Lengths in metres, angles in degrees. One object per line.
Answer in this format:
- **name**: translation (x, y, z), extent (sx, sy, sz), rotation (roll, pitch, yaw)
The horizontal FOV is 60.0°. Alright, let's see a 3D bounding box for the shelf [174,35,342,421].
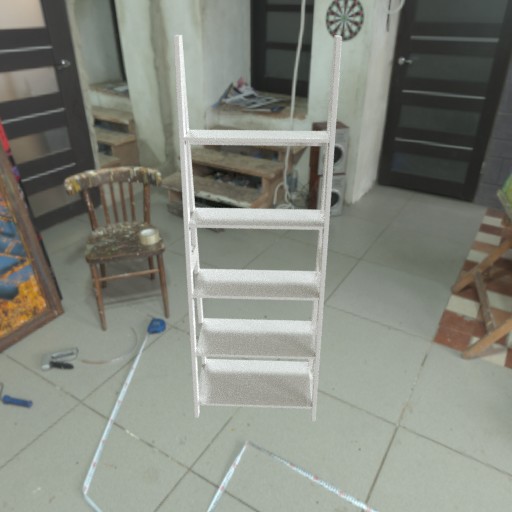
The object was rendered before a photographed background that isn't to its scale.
- **shelf**: translation (0.000, 0.000, 2.016), extent (0.636, 1.779, 0.341), rotation (1, 30, 2)
